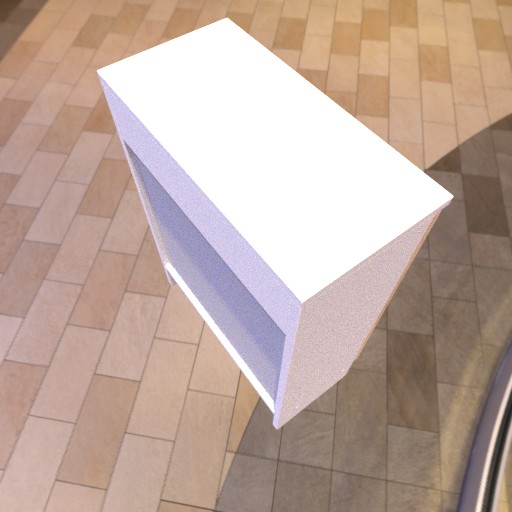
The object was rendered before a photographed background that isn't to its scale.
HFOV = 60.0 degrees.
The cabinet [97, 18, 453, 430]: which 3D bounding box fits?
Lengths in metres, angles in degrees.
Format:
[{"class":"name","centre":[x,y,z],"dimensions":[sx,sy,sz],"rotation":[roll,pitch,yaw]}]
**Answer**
[{"class":"cabinet","centre":[0.000,0.000,1.090],"dimensions":[0.296,0.815,0.600],"rotation":[-32,63,-19]}]
